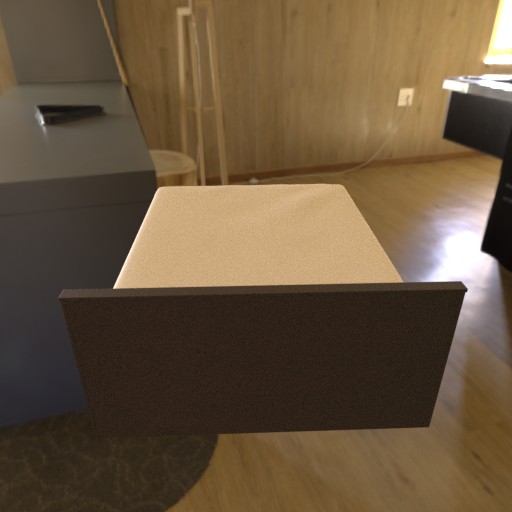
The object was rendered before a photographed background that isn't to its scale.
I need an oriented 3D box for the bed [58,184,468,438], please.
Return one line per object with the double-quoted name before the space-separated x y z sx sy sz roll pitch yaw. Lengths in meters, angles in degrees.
"bed" 0.000 0.000 2.880 1.634 0.808 2.103 -1 29 -2
